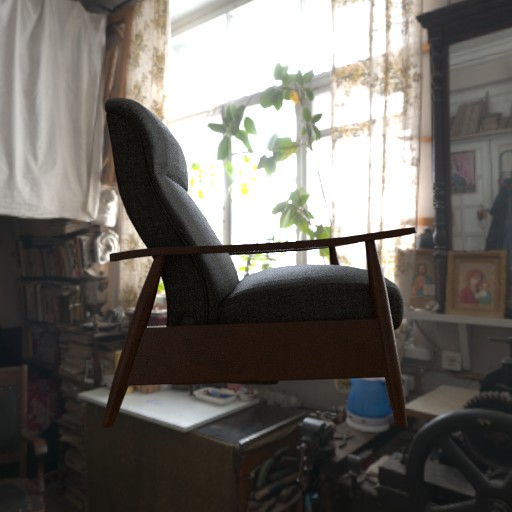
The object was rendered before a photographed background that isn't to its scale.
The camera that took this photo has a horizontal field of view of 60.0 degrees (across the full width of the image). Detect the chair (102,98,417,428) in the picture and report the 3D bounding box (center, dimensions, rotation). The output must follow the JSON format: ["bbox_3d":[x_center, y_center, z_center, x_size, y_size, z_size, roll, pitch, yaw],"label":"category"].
[{"bbox_3d":[0.000,0.000,1.761,1.014,1.082,0.762,0,0,0],"label":"chair"}]
